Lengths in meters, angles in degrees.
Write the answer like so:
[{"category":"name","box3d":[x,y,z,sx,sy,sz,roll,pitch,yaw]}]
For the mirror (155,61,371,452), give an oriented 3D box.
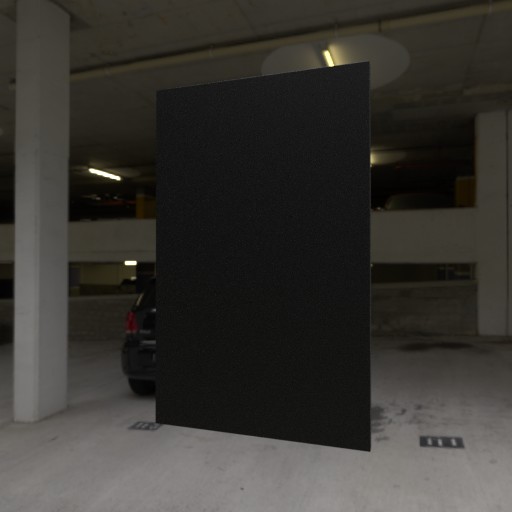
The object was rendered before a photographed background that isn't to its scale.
[{"category":"mirror","box3d":[0.000,0.000,1.520,0.762,1.219,0.038,0,-1,19]}]
